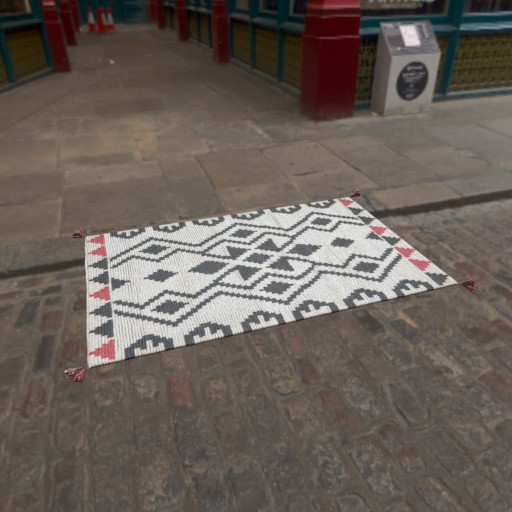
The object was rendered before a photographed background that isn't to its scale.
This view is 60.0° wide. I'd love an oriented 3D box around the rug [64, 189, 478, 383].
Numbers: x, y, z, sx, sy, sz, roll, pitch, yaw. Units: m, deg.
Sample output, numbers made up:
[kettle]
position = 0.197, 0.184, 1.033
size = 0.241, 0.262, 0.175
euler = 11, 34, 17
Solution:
[rug]
position = 0.000, 0.000, 3.329
size = 2.672, 0.066, 1.741
euler = -10, 33, -16
